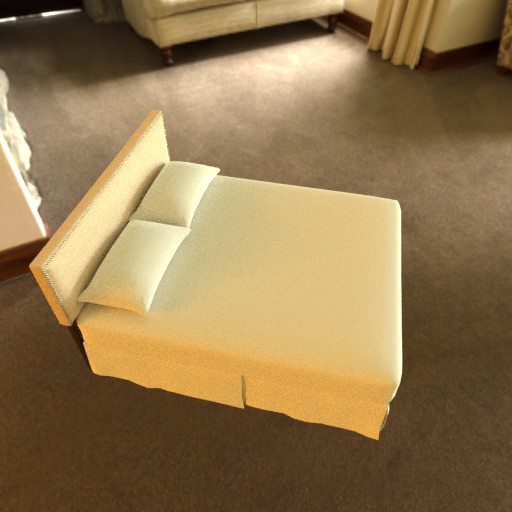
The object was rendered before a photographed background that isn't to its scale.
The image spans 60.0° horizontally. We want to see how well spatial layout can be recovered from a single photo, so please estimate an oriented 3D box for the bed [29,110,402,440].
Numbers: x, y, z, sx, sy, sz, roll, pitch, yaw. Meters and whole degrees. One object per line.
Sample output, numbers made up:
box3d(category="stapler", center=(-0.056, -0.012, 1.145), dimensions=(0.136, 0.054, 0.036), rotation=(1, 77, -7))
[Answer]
box3d(category="bed", center=(0.000, 0.000, 2.867), dimensions=(1.876, 1.016, 1.616), rotation=(9, 47, 9))
